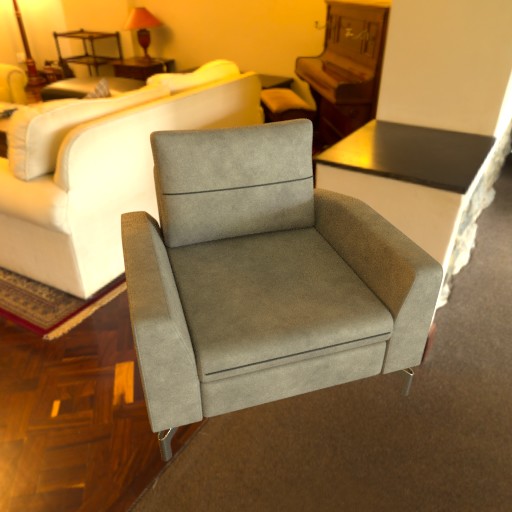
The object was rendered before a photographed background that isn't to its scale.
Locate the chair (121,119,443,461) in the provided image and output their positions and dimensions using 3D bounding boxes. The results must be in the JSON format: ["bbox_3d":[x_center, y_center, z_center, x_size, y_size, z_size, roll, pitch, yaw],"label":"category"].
[{"bbox_3d":[0.000,0.000,1.591,0.900,0.800,0.900,-9,33,-15],"label":"chair"}]
